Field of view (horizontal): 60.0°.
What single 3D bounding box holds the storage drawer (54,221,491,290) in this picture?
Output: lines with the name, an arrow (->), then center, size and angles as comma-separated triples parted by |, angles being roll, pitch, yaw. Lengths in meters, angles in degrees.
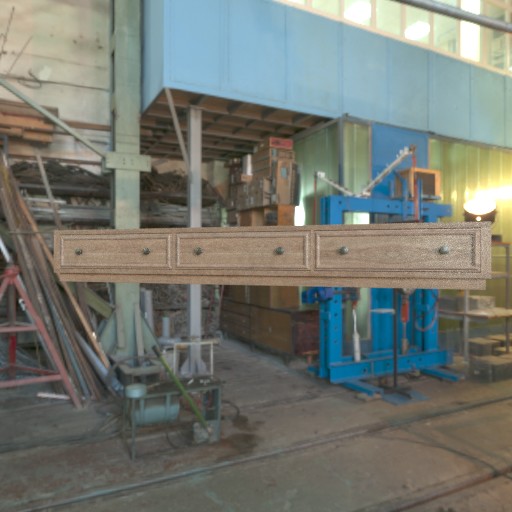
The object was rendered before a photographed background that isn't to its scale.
storage drawer -> 0.000, 0.000, 2.228 | 2.032, 0.264, 0.538 | 0, 0, 17
